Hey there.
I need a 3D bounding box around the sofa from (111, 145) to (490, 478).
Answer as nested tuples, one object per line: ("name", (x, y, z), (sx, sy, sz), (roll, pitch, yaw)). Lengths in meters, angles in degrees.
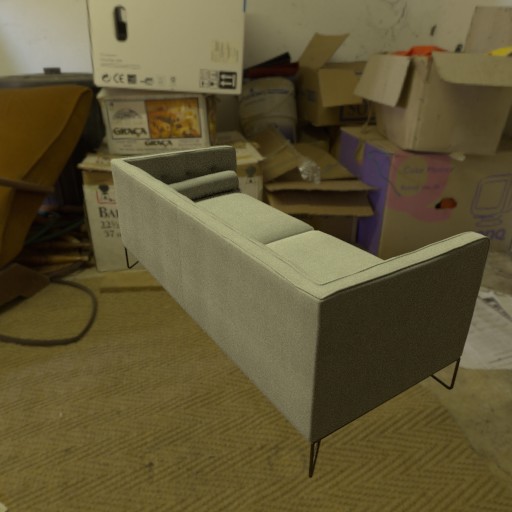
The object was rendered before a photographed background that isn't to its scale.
("sofa", (0.000, 0.000, 2.463), (0.912, 0.798, 2.079), (-16, 30, -30))
